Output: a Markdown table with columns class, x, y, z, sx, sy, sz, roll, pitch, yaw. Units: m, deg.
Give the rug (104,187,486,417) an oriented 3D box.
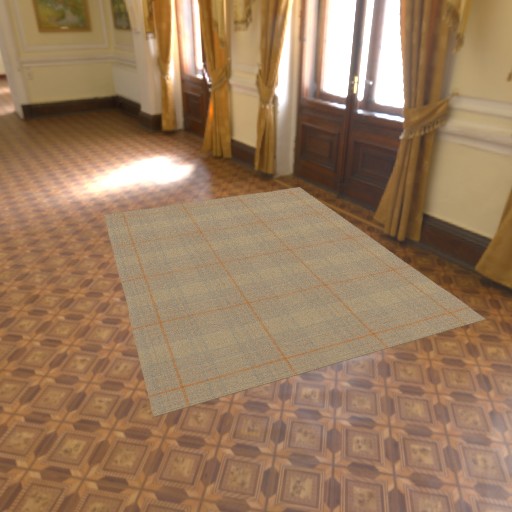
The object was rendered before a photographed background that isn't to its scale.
| class | x | y | z | sx | sy | sz | roll | pitch | yaw |
| --- | --- | --- | --- | --- | --- | --- | --- | --- | --- |
| rug | 0.000 | 0.000 | 4.111 | 2.448 | 0.021 | 3.051 | -11 | 30 | -19 |
